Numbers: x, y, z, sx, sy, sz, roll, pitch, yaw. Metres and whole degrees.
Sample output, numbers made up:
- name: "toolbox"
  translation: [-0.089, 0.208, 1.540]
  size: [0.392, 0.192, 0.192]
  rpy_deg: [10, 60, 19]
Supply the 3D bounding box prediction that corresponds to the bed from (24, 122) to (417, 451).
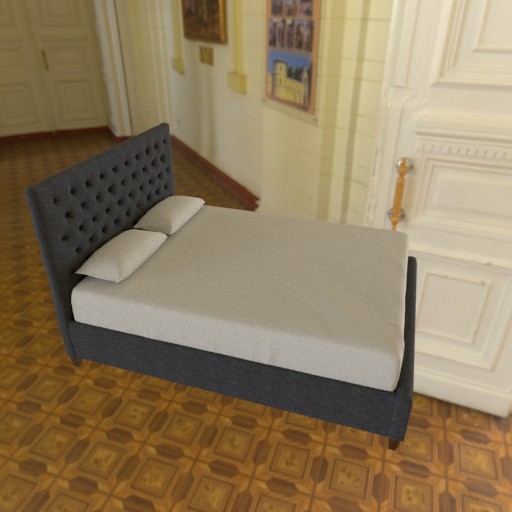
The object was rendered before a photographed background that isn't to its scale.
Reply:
- name: "bed"
  translation: [0.000, 0.000, 3.318]
  size: [2.387, 1.427, 1.698]
  rpy_deg: [9, 31, 16]
